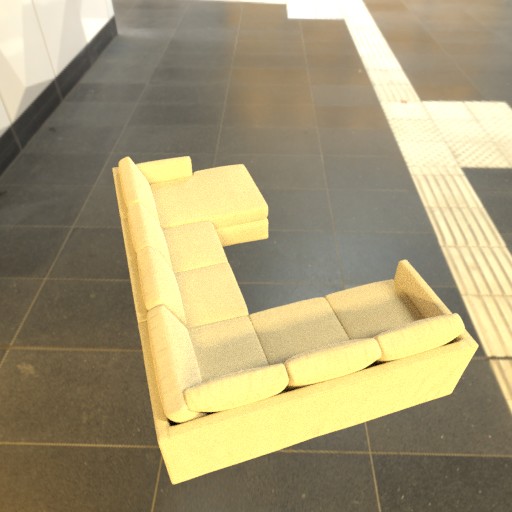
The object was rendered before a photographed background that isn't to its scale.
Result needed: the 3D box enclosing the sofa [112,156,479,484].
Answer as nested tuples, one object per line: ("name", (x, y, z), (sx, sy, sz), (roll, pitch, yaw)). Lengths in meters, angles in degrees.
("sofa", (0.000, 0.000, 4.428), (2.427, 0.882, 3.460), (-12, 44, -13))
